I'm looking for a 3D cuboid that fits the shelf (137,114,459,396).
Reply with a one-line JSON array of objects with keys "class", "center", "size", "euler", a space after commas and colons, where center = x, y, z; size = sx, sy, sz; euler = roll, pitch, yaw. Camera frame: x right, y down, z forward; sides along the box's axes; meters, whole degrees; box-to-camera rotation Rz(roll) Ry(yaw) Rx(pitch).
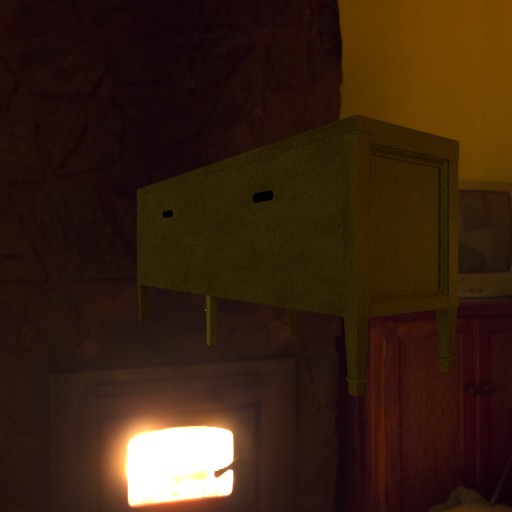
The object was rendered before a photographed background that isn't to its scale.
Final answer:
[{"class": "shelf", "center": [0.000, 0.000, 1.900], "size": [0.479, 0.719, 1.575], "euler": [0, 0, -35]}]
